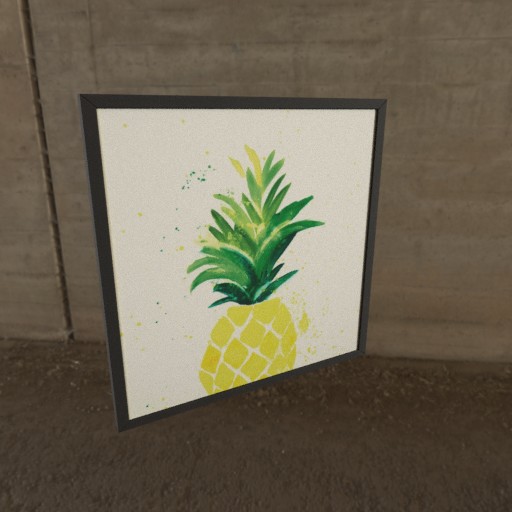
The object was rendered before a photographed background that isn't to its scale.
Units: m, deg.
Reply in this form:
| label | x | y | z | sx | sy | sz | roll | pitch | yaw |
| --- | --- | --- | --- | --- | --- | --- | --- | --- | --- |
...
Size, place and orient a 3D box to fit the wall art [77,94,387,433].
| label | x | y | z | sx | sy | sz | roll | pitch | yaw |
| --- | --- | --- | --- | --- | --- | --- | --- | --- | --- |
| wall art | 0.000 | 0.000 | 1.126 | 0.762 | 0.760 | 0.037 | -9 | 20 | -27 |
